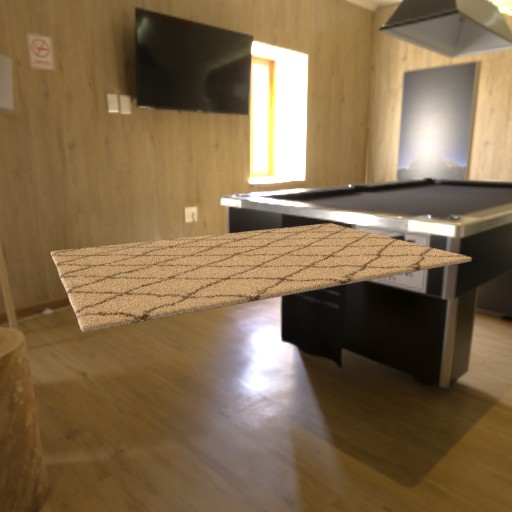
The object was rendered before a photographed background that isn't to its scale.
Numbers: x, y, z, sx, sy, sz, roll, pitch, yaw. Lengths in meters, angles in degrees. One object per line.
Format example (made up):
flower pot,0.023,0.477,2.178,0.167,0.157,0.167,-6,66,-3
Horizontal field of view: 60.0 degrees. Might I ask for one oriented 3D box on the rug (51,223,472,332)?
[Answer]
rug,0.000,0.000,3.009,2.438,0.030,1.524,-7,16,-28
